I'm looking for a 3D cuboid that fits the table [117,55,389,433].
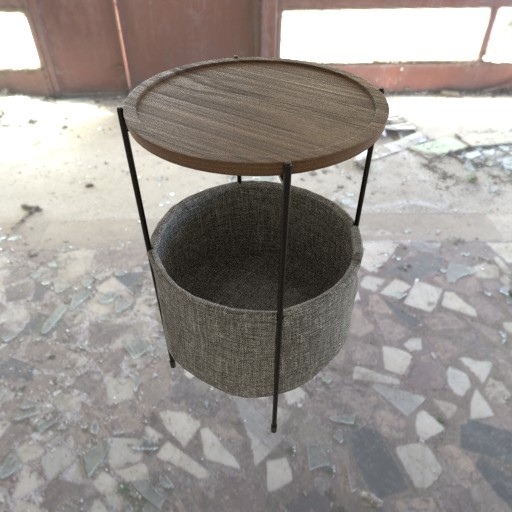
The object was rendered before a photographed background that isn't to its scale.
[{"bbox_3d":[0.000,0.000,0.861,0.400,0.623,0.400,24,47,25],"label":"table"}]
